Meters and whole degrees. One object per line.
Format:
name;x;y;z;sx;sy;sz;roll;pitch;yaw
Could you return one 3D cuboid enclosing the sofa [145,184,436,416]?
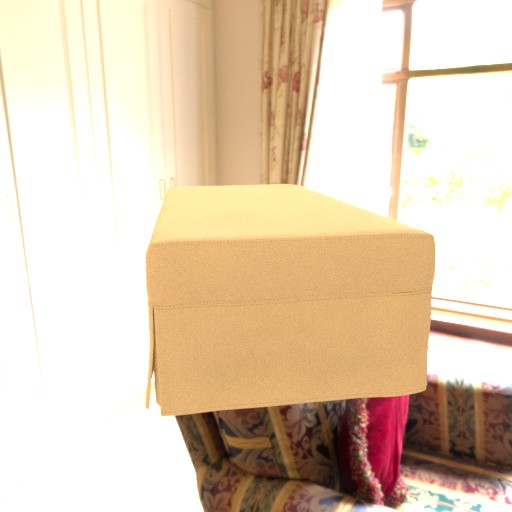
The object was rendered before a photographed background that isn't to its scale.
sofa;0.000;0.000;2.116;0.939;0.552;1.677;-2;14;-9
